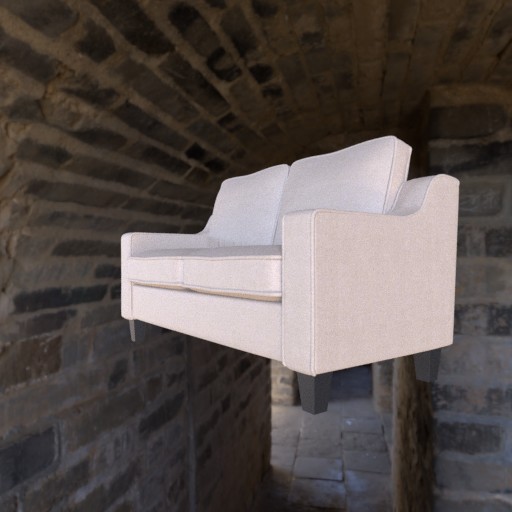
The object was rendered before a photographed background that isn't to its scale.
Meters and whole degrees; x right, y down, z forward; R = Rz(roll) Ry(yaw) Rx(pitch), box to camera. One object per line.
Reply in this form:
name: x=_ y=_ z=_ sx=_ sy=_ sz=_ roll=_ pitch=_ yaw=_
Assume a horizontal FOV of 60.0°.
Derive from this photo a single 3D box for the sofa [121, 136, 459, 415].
sofa: x=0.000 y=0.000 z=3.456 sx=1.351 sy=1.562 sz=2.587 roll=0 pitch=0 yaw=-36
